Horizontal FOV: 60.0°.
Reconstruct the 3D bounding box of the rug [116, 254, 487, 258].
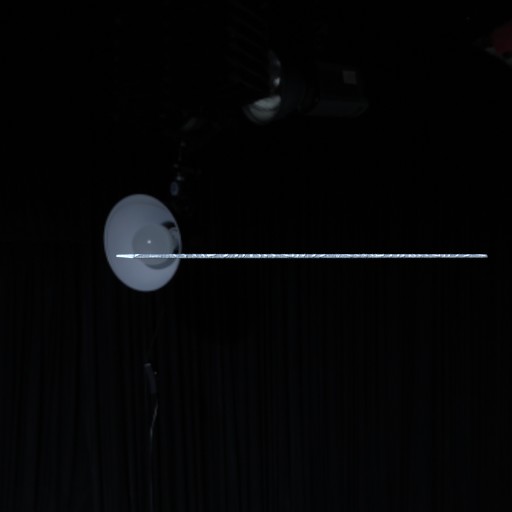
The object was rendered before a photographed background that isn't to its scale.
[{"bbox_3d":[0.000,0.000,4.193,2.456,0.021,3.042,0,0,-19],"label":"rug"}]
